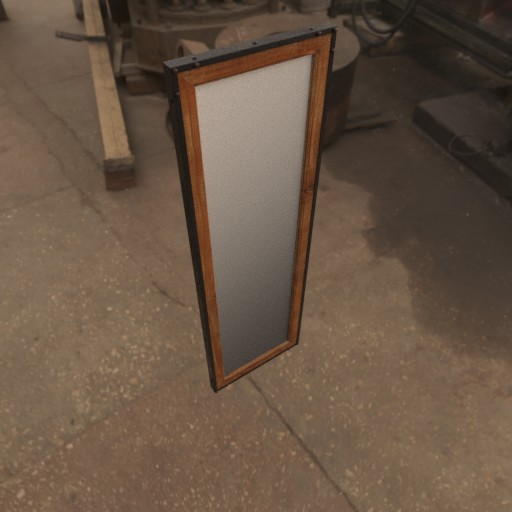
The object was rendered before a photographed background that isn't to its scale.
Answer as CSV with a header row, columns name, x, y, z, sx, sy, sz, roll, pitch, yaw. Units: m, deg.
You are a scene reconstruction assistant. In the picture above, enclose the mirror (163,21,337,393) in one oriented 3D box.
name,x,y,z,sx,sy,sz,roll,pitch,yaw
mirror,0.000,0.000,1.165,0.354,1.080,0.042,-25,51,-23
